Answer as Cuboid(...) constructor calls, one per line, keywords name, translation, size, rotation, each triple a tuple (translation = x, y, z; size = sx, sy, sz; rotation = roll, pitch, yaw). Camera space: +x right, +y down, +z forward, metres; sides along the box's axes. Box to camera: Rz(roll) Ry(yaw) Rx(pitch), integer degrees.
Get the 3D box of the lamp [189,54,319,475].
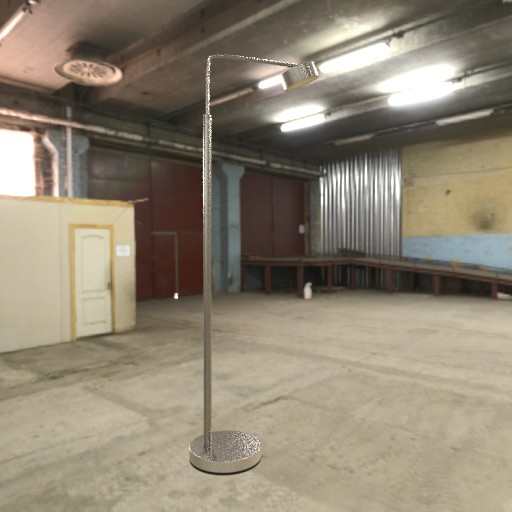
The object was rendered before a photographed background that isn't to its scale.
Cuboid(name="lamp", translation=(0.000, 0.000, 1.399), size=(0.421, 1.250, 0.222), rotation=(0, 1, -19))
